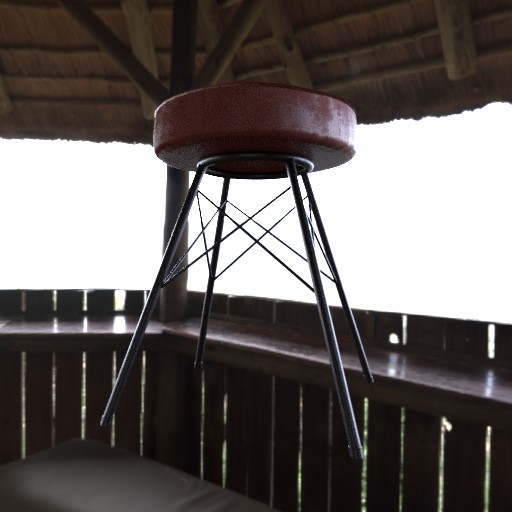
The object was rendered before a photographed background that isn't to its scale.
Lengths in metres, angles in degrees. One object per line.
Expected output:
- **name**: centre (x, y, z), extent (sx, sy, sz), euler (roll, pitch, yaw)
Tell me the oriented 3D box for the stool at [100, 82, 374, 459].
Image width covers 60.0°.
- **stool**: centre (0.000, 0.000, 0.913), extent (0.457, 0.593, 0.421), euler (0, 1, 17)
